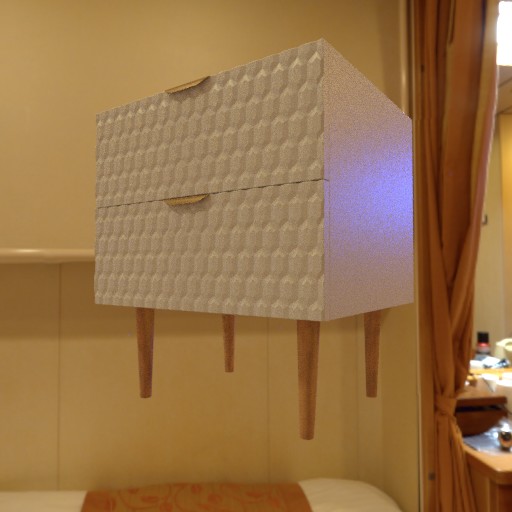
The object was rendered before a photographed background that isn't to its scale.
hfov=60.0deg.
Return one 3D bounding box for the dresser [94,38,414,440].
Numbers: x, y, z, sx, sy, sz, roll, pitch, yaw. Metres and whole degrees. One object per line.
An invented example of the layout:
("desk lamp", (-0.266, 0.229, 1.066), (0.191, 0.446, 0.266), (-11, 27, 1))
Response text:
("dresser", (0.000, 0.000, 0.893), (0.503, 0.568, 0.414), (-1, -2, 36))
